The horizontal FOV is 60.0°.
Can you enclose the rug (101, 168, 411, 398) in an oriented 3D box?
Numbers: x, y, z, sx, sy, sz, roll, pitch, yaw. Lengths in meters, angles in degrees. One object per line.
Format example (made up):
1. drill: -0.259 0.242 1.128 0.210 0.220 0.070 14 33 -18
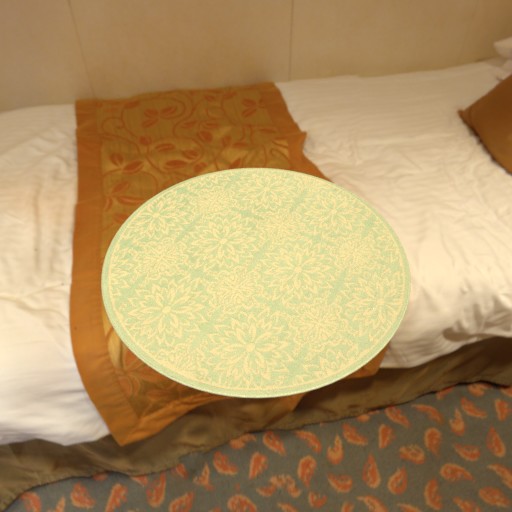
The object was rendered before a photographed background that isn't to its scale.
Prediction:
1. rug: 0.000 0.000 2.346 1.593 0.012 1.593 0 46 0
